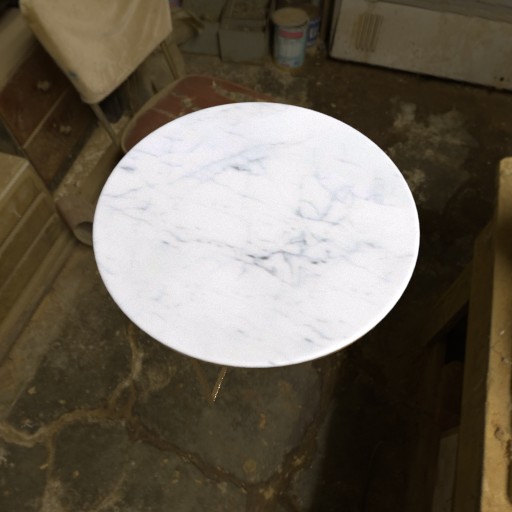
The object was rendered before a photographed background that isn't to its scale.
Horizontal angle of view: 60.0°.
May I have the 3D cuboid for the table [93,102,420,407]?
[{"bbox_3d":[0.000,0.000,1.291,0.800,0.450,0.800,0,58,0],"label":"table"}]
